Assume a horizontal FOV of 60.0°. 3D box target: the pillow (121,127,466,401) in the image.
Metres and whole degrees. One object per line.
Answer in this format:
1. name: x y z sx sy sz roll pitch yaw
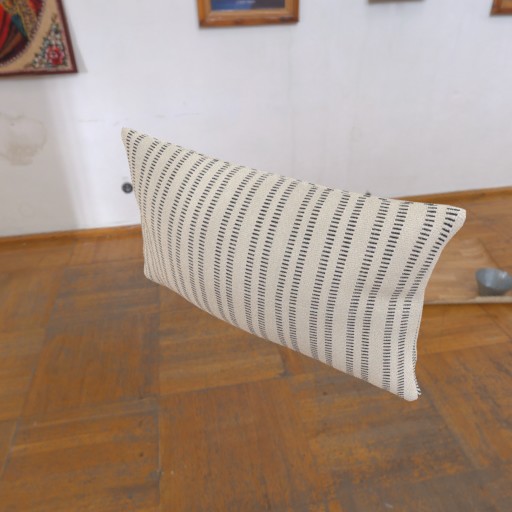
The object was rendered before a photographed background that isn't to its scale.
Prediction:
1. pillow: 0.000 0.000 0.787 0.640 0.353 0.210 20 38 29
